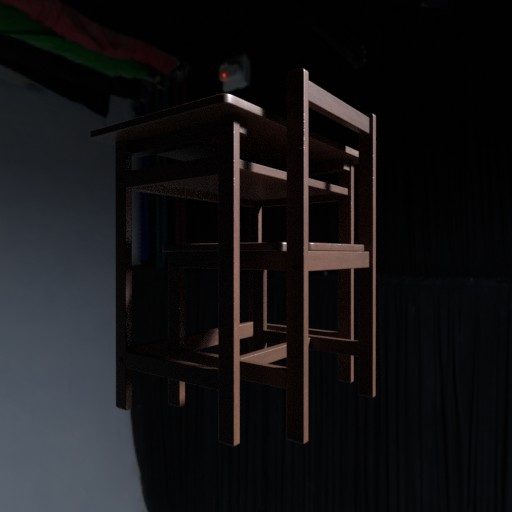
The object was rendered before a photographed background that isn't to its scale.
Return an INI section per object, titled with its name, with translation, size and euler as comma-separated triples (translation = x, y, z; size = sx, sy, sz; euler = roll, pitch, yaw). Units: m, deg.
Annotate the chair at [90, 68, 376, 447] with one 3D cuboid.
[chair]
translation = 0.000, 0.000, 1.062
size = 0.463, 0.673, 0.599
euler = 0, 0, 37
